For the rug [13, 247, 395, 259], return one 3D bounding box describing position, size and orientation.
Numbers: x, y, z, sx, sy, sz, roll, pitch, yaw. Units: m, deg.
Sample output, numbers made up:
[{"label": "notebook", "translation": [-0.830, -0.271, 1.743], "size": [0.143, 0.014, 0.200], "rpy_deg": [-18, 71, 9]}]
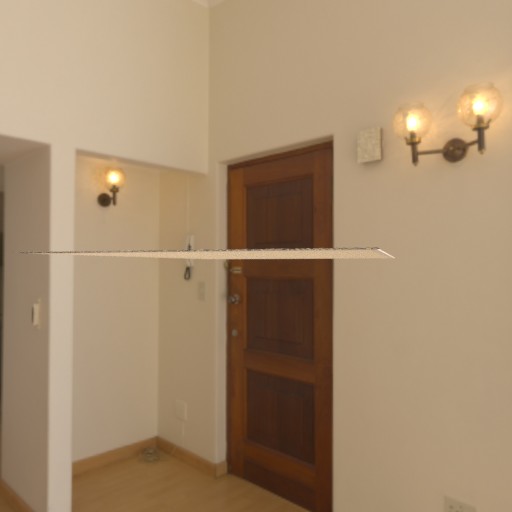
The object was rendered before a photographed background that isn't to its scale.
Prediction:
[{"label": "rug", "translation": [0.000, 0.000, 4.232], "size": [2.464, 0.010, 3.327], "rpy_deg": [0, -1, 19]}]
